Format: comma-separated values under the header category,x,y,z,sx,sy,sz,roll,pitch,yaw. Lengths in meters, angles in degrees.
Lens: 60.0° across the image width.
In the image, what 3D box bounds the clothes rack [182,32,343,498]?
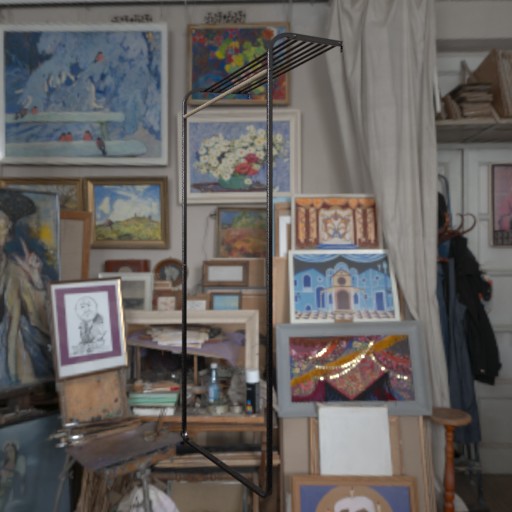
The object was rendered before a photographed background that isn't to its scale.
category,x,y,z,sx,sy,sz,roll,pitch,yaw
clothes rack,0.000,0.000,1.760,0.349,1.574,0.609,0,0,-36
